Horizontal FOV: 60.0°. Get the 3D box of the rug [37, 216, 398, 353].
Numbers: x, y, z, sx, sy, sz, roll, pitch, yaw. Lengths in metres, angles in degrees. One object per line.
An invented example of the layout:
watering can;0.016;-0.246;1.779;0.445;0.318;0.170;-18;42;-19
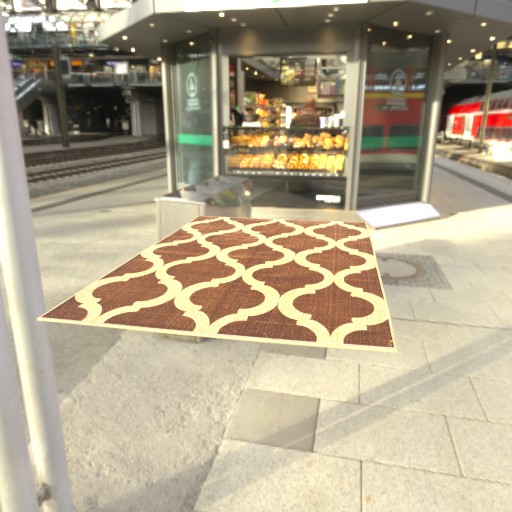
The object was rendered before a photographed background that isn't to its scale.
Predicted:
rug;0.000;0.000;2.863;1.526;0.014;2.290;3;17;10
